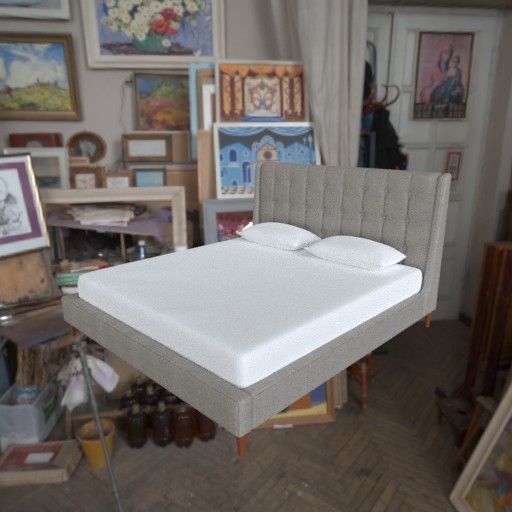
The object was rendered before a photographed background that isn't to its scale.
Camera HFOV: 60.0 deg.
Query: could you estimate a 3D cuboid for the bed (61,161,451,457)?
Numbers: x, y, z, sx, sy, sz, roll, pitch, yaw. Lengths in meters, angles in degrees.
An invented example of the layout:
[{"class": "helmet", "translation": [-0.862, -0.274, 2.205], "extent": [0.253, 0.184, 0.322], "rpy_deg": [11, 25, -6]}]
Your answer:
[{"class": "bed", "translation": [0.000, 0.000, 3.550], "extent": [2.062, 1.289, 2.342], "rpy_deg": [15, 21, 42]}]
